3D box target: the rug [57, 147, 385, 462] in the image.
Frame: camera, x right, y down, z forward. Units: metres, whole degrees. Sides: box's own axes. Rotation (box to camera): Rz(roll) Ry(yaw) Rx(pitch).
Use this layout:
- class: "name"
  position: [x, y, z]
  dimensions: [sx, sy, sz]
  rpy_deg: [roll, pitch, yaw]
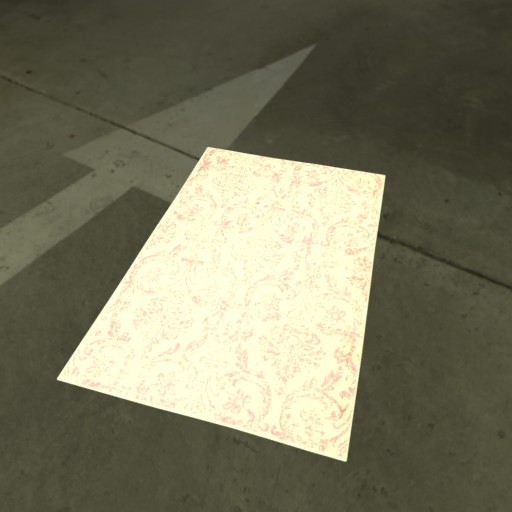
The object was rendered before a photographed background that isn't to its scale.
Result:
- class: "rug"
  position: [0.000, 0.000, 3.520]
  dimensions: [1.819, 0.018, 2.746]
  rpy_deg: [12, 47, 11]
